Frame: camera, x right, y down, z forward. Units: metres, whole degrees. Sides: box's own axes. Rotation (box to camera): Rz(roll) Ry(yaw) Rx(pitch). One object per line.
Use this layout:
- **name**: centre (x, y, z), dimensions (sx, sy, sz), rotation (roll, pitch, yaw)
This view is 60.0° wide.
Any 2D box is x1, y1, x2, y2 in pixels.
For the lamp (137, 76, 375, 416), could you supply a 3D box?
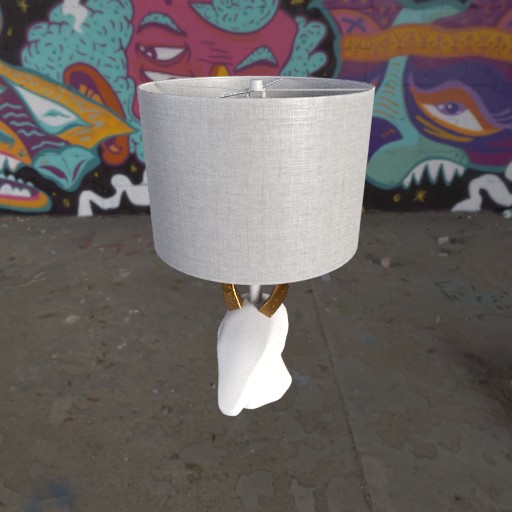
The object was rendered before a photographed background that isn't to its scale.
- **lamp**: centre (0.000, 0.000, 0.678), dimensions (0.298, 0.503, 0.298), rotation (8, 27, 16)
